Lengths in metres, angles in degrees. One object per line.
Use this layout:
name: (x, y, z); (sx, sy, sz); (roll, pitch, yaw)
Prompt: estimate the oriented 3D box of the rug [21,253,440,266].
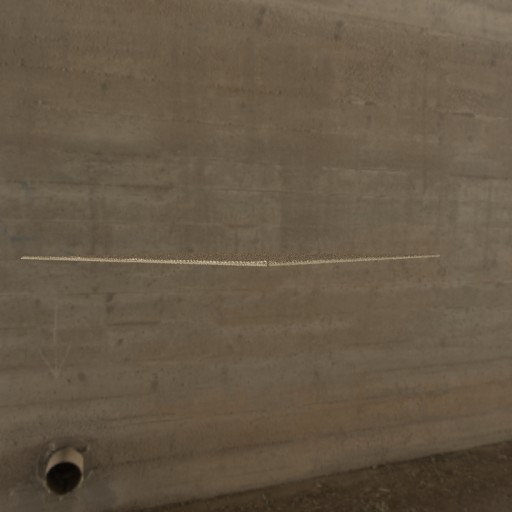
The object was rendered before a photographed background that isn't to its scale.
rug: (0.000, 0.000, 4.047); (2.429, 0.030, 3.052); (1, 1, 37)
